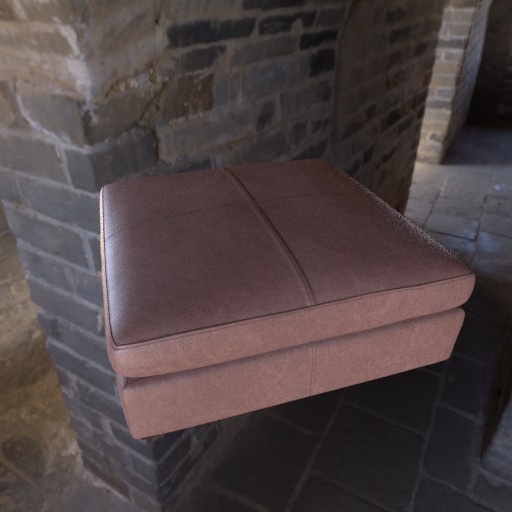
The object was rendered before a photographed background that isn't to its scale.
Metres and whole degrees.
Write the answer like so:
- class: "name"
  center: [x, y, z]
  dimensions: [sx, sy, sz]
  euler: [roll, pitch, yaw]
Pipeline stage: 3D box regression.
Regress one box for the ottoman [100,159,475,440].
- class: "ottoman"
  center: [0.000, 0.000, 1.797]
  dimensions: [1.168, 0.490, 1.168]
  euler: [-9, 33, -15]
